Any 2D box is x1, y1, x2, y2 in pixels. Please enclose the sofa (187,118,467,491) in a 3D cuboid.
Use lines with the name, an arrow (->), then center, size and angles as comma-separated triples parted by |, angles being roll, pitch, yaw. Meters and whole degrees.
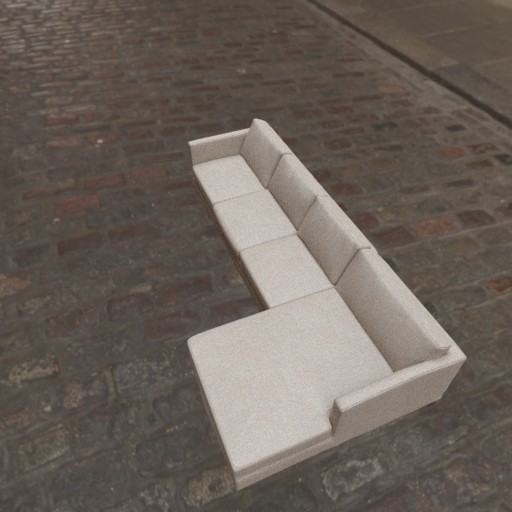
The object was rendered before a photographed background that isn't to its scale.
sofa -> 0.000, 0.000, 3.812 | 1.625, 0.846, 3.186 | -17, 48, -16
